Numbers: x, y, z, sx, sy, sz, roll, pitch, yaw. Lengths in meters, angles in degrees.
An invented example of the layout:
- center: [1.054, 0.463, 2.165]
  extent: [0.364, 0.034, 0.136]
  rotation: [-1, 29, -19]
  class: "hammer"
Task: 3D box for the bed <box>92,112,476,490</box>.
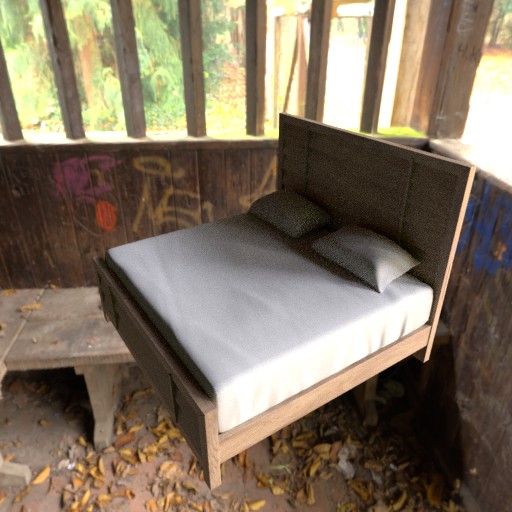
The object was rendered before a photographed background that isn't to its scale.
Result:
- center: [0.000, 0.000, 3.461]
  extent: [2.032, 1.626, 2.032]
  rotation: [-18, 34, -29]
  class: "bed"
